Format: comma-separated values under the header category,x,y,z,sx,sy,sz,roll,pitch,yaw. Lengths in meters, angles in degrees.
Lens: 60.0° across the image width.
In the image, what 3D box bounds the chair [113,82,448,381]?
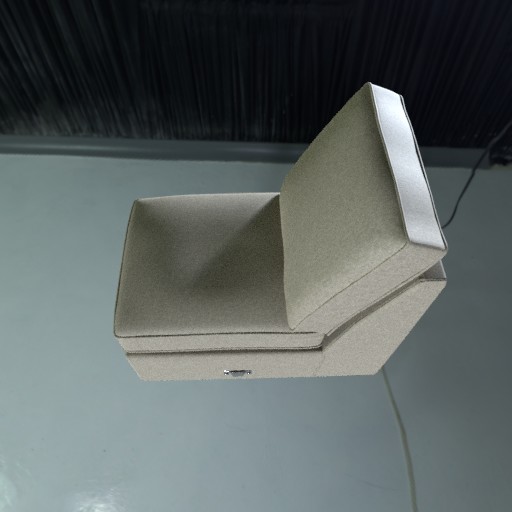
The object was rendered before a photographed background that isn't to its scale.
category,x,y,z,sx,sy,sz,roll,pitch,yaw
chair,0.000,0.000,1.660,1.020,1.058,0.674,-2,58,-1
